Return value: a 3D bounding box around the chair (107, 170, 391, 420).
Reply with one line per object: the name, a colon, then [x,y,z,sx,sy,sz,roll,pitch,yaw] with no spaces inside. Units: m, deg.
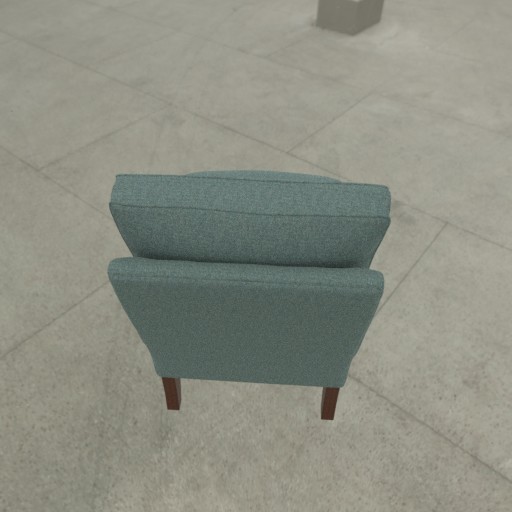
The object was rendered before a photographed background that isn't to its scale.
chair: [0.000,0.000,1.428,0.624,0.901,0.796,3,45,3]
